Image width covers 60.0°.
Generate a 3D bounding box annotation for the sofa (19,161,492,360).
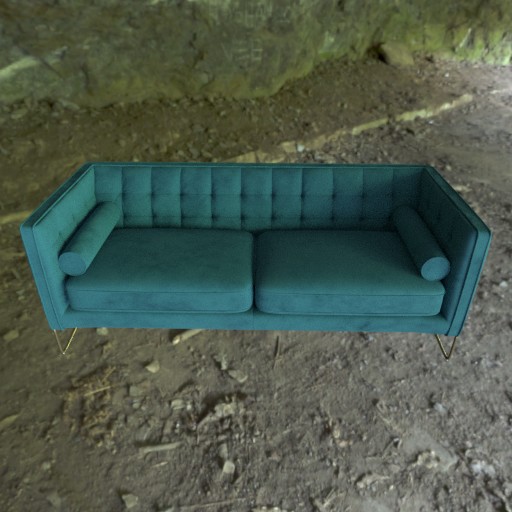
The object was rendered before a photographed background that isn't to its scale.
[{"bbox_3d":[0.000,0.000,2.461,2.087,0.789,0.867,1,31,1],"label":"sofa"}]
